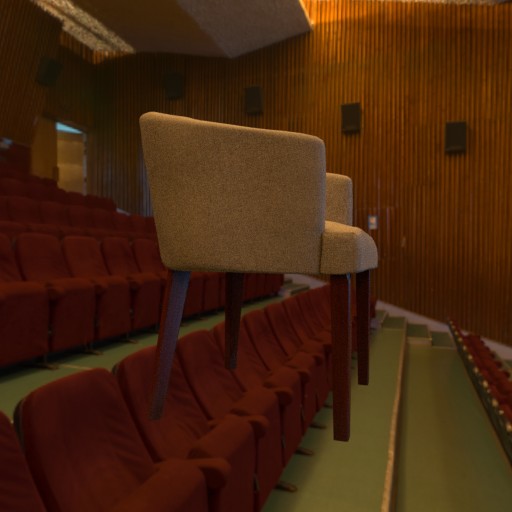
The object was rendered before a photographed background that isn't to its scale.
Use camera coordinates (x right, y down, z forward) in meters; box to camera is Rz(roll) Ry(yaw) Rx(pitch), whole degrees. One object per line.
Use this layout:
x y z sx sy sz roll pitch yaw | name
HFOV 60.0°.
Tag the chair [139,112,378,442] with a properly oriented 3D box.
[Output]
0.000 0.000 1.287 0.655 0.811 0.583 0 0 19 | chair
